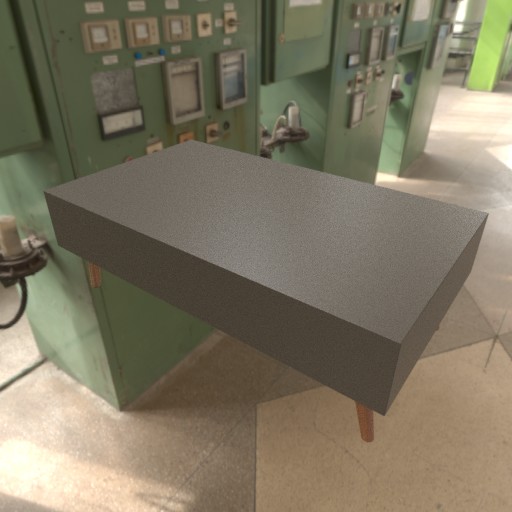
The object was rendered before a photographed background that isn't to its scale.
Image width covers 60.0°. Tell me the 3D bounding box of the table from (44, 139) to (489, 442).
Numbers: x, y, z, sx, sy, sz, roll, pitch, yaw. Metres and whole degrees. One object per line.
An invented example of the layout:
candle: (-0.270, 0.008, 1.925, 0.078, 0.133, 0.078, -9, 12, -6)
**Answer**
table: (0.000, 0.000, 1.480, 1.201, 0.404, 0.703, 21, 38, 31)
